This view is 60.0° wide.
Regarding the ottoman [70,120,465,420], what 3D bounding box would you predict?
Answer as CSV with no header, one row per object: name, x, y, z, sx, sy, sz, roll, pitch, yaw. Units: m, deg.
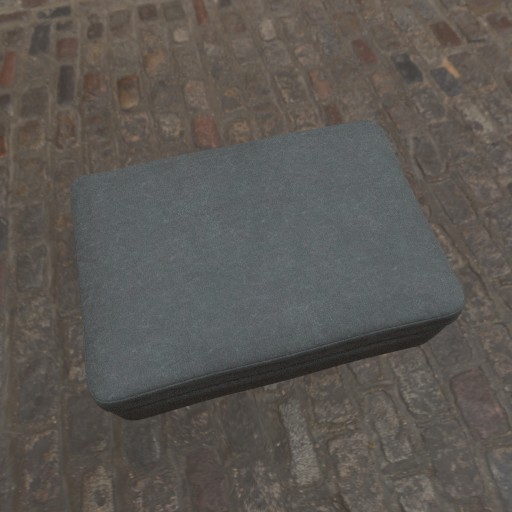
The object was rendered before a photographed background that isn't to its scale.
ottoman,0.000,0.000,1.595,1.199,0.429,0.840,-13,64,-6
